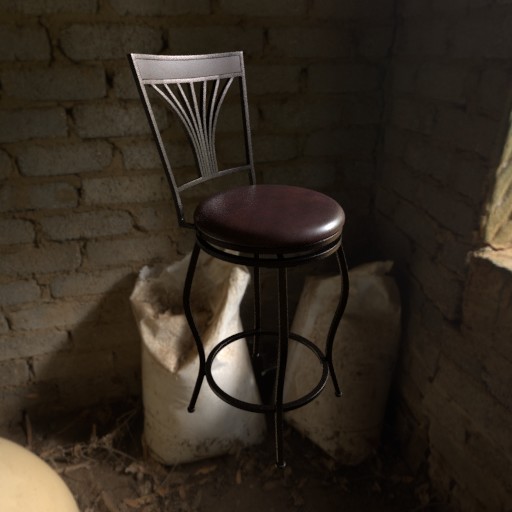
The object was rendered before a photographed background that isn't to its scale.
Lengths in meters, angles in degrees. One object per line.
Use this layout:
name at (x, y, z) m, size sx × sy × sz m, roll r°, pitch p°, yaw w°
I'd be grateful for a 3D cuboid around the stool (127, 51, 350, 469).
stool at (0.000, 0.000, 1.341) m, size 0.514 × 1.117 × 0.433 m, roll 18°, pitch 31°, yaw 33°
